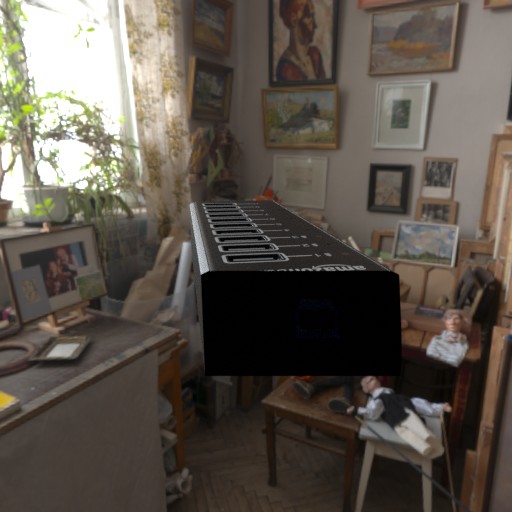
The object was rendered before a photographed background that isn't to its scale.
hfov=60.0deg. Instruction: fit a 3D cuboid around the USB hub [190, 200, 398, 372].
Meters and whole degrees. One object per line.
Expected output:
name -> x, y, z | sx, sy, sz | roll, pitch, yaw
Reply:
USB hub -> 0.000, 0.000, 0.161 | 0.044, 0.023, 0.145 | -2, 14, -9
